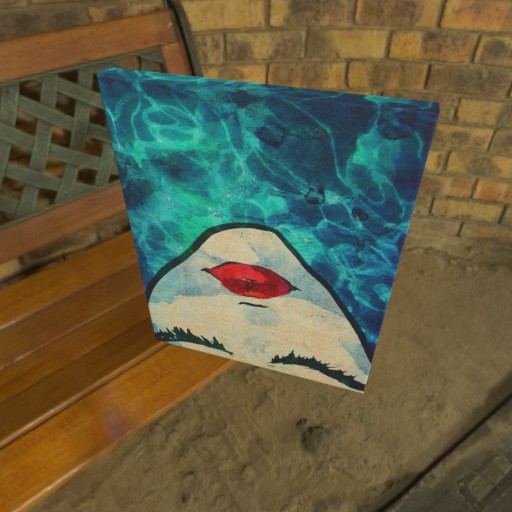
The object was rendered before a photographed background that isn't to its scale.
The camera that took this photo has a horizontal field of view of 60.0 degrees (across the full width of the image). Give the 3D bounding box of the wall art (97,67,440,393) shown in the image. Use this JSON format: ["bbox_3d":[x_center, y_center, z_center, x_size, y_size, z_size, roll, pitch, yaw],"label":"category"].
[{"bbox_3d":[0.000,0.000,0.846,0.508,0.635,0.038,11,41,13],"label":"wall art"}]
